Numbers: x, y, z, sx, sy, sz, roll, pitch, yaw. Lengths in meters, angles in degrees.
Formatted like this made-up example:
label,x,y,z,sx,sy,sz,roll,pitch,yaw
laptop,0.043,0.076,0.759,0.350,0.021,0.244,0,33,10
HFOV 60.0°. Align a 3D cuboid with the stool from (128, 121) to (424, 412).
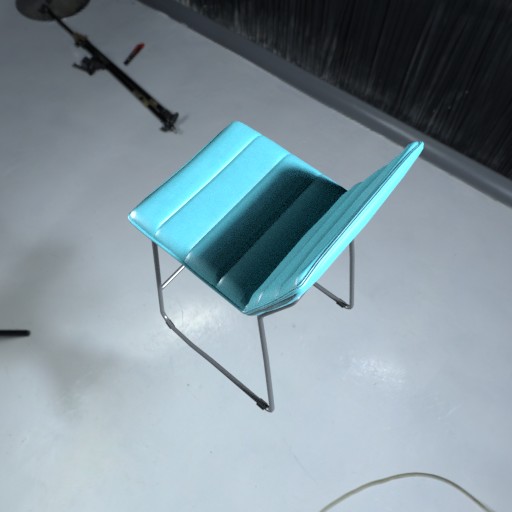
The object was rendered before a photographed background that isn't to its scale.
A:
label,x,y,z,sx,sy,sz,roll,pitch,yaw
stool,0.000,0.000,1.212,0.524,0.936,0.489,36,68,17
